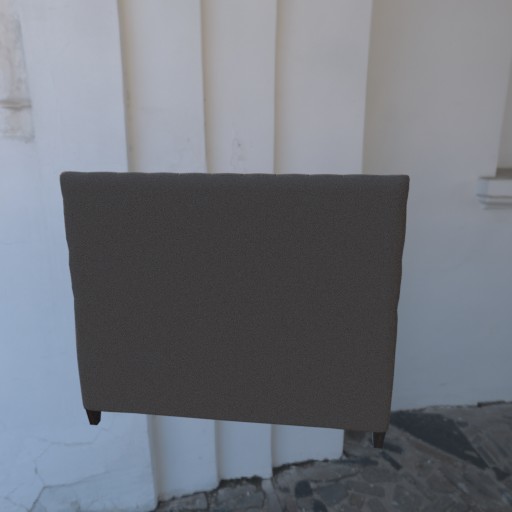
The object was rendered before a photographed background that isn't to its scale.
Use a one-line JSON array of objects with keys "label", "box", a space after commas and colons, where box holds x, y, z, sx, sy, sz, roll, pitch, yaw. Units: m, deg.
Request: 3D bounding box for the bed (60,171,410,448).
[{"label": "bed", "box": [0.000, 0.000, 3.371, 1.698, 1.427, 2.387, 2, 15, 7]}]
